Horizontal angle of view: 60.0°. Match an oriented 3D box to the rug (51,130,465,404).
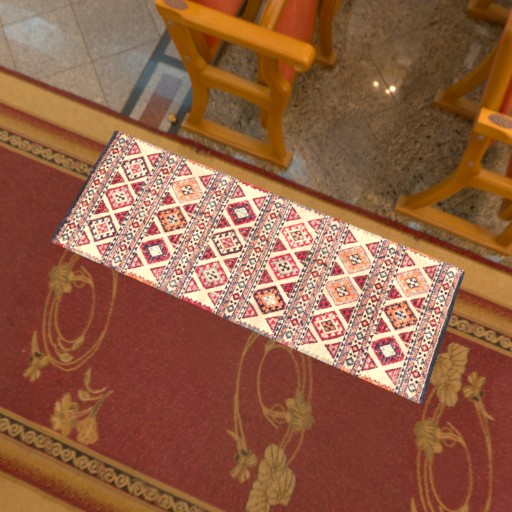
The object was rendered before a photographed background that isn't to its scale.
[{"bbox_3d":[0.000,0.000,2.662,2.362,0.008,0.832,23,76,6],"label":"rug"}]
